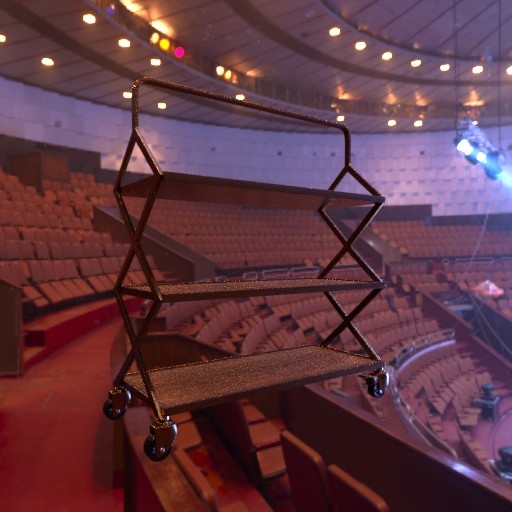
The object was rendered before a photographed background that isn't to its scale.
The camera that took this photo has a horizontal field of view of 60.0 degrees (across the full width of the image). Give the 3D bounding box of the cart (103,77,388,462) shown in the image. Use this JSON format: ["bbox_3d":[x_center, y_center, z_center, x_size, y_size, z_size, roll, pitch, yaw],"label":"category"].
[{"bbox_3d":[0.000,0.000,1.181,0.723,0.805,0.313,0,0,-35],"label":"cart"}]
